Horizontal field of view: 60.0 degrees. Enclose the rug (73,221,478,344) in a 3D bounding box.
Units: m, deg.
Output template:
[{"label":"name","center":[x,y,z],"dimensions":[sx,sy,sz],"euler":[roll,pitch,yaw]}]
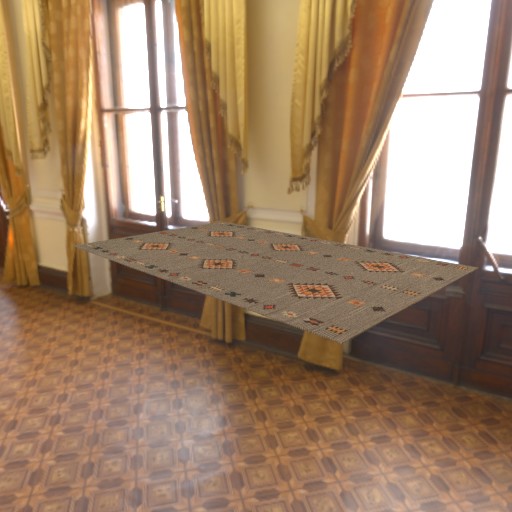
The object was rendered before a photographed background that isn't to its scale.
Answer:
[{"label":"rug","center":[0.000,0.000,3.080],"dimensions":[2.427,0.007,1.515],"euler":[14,20,43]}]
